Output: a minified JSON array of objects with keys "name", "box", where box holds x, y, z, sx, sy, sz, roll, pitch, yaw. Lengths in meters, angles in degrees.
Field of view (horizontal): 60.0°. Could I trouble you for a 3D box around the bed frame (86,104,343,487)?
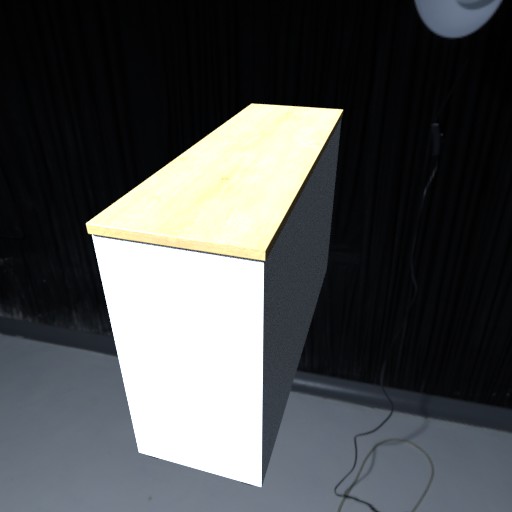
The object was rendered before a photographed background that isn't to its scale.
[{"name":"bed frame","box":[0.000,0.000,1.718,0.430,0.850,1.300,9,32,14]}]
